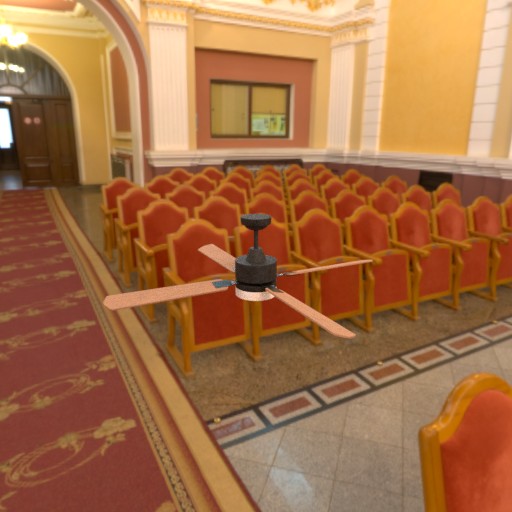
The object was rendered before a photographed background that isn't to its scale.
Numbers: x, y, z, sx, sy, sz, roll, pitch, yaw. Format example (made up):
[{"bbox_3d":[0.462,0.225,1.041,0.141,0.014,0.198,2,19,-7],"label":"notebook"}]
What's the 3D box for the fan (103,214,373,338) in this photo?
[{"bbox_3d":[0.000,0.000,1.968,1.320,0.355,1.320,-8,18,-26],"label":"fan"}]
